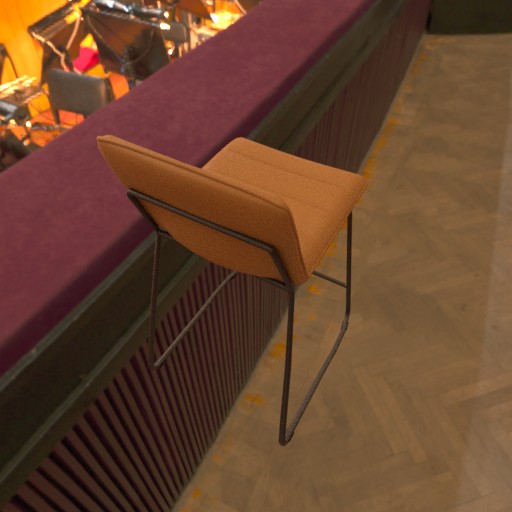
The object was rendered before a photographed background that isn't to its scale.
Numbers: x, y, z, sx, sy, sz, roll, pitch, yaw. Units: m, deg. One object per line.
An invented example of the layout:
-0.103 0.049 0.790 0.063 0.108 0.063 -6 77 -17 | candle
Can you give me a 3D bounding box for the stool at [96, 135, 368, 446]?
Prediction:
0.000 0.000 1.168 0.489 0.866 0.524 23 51 20 | stool
